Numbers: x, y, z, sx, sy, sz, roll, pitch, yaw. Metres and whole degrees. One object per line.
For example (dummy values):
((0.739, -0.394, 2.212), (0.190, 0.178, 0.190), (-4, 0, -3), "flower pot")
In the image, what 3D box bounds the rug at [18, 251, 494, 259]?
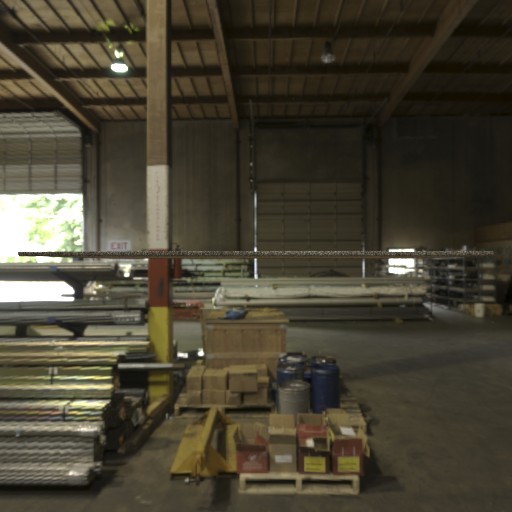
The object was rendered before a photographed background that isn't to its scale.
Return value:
((0.000, 0.000, 2.919), (2.350, 0.025, 1.502), (0, -1, 1), "rug")
